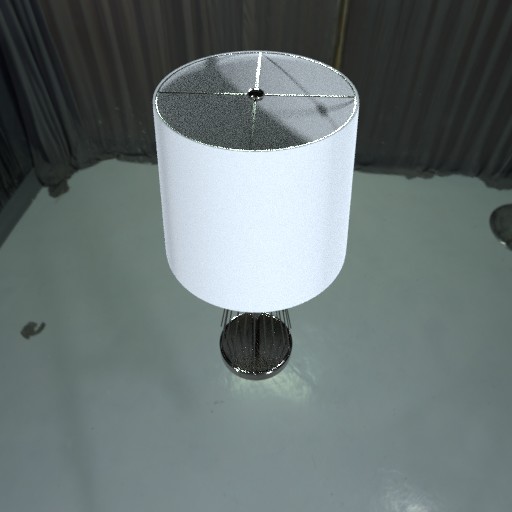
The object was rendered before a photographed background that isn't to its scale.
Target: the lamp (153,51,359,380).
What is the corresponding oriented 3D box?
[{"bbox_3d":[0.000,0.000,0.784,0.303,0.618,0.303,0,47,0],"label":"lamp"}]
